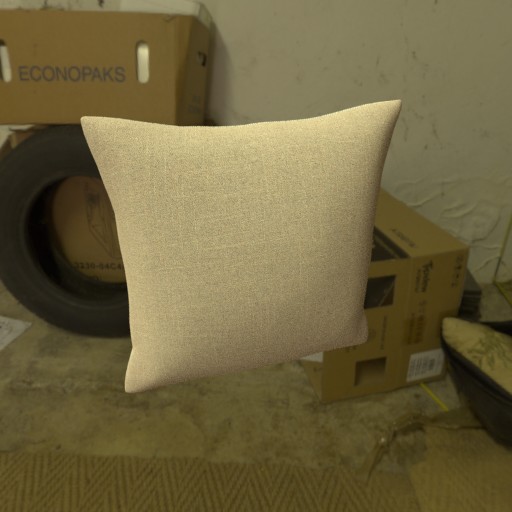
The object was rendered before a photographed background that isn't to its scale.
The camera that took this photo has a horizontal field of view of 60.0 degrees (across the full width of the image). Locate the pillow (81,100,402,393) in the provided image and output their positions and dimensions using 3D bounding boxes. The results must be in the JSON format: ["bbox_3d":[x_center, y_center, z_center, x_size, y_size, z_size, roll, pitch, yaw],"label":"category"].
[{"bbox_3d":[0.000,0.000,0.784,0.512,0.506,0.178,-8,29,-16],"label":"pillow"}]
